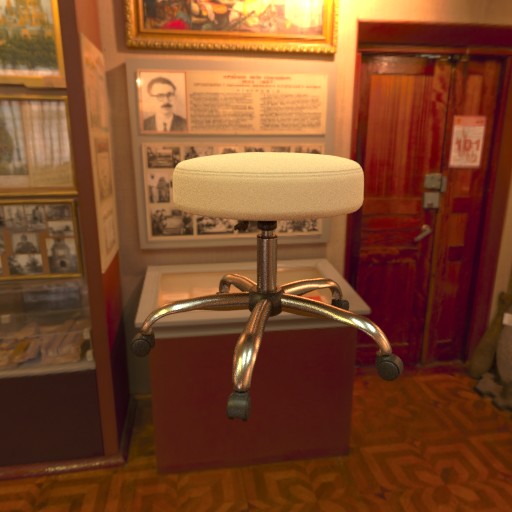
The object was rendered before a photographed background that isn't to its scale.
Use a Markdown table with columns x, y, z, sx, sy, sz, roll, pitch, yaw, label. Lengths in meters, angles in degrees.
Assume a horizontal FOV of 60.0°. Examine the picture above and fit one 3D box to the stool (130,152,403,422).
| x | y | z | sx | sy | sz | roll | pitch | yaw | label |
| --- | --- | --- | --- | --- | --- | --- | --- | --- | --- |
| 0.000 | 0.000 | 1.062 | 0.614 | 0.482 | 0.634 | -2 | 15 | -7 | stool |
